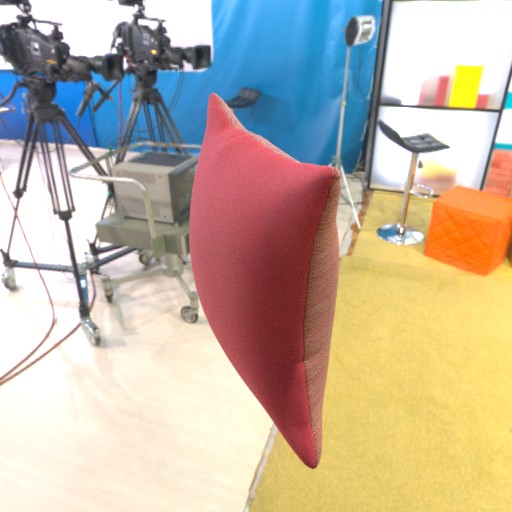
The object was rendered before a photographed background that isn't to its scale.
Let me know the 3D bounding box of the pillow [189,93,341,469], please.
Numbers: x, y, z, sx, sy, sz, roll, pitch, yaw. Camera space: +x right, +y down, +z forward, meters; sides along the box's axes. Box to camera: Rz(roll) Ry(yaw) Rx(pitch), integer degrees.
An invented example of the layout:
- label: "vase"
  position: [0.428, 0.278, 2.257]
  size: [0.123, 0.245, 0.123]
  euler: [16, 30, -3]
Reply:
- label: "pillow"
  position: [0.000, 0.000, 0.824]
  size: [0.229, 0.501, 0.559]
  euler: [-10, 30, -17]
